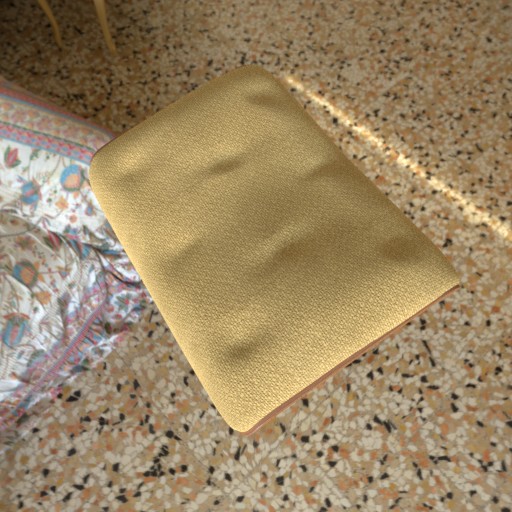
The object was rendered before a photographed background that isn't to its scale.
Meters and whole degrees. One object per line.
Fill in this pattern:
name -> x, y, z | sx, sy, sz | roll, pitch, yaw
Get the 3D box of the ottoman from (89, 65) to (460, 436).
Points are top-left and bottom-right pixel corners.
ottoman -> 0.000, 0.000, 0.801 | 0.394, 0.391, 0.520 | -30, 66, -15
